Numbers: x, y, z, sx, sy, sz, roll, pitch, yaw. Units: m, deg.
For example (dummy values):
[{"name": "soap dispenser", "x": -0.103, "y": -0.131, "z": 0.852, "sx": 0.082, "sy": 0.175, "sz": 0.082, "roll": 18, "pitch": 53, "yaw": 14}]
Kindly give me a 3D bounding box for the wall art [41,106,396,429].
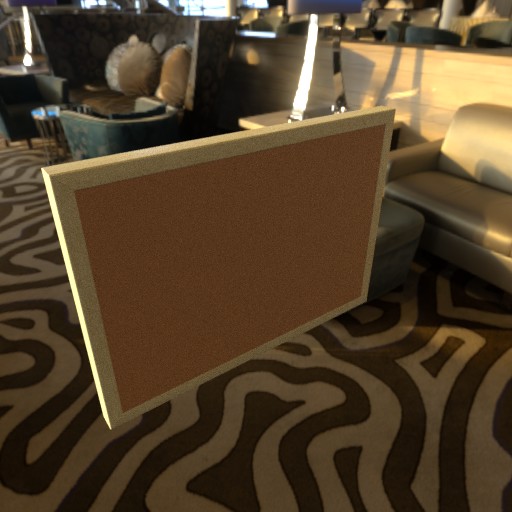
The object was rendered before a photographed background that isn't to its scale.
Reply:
[{"name": "wall art", "x": 0.000, "y": 0.000, "z": 0.684, "sx": 0.533, "sy": 0.381, "sz": 0.032, "roll": -20, "pitch": 36, "yaw": -30}]
